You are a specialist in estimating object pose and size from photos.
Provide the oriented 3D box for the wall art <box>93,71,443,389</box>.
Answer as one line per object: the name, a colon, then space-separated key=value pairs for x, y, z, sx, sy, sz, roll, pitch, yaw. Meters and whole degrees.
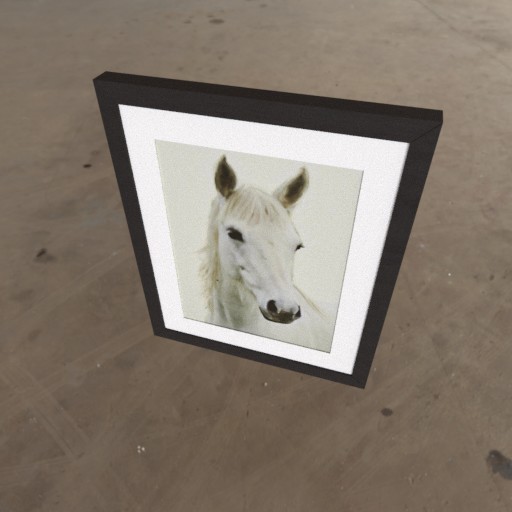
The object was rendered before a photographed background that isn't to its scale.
wall art: x=0.000 y=0.000 z=0.748 sx=0.455 sy=0.552 sz=0.034 roll=11 pitch=43 yaw=13
